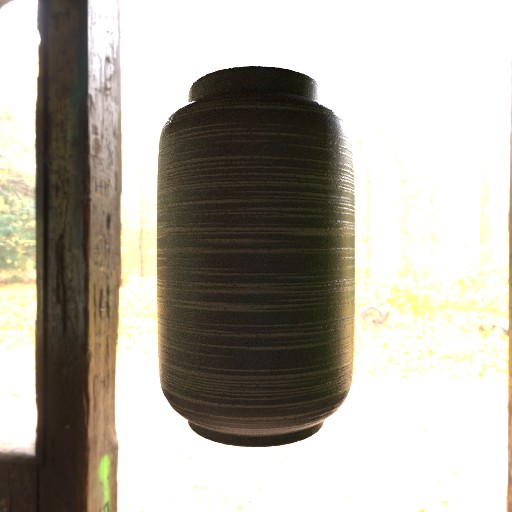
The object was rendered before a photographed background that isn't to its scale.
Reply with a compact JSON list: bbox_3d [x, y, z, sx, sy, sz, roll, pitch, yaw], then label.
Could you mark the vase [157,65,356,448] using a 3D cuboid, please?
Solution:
[{"bbox_3d":[0.000,0.000,0.676,0.297,0.499,0.297,0,1,0],"label":"vase"}]
